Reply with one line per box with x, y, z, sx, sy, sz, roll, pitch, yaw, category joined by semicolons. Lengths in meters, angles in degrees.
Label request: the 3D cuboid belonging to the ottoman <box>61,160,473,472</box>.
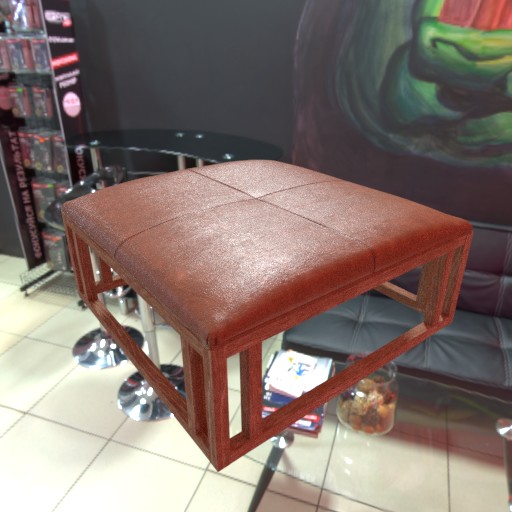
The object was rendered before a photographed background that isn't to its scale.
0.000;0.000;1.584;1.013;0.442;1.016;-19;32;-33;ottoman
